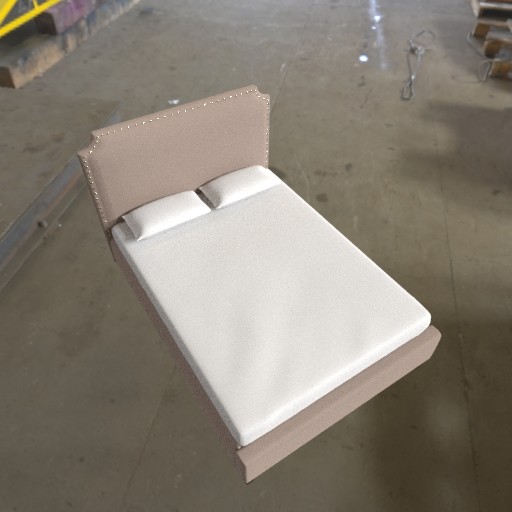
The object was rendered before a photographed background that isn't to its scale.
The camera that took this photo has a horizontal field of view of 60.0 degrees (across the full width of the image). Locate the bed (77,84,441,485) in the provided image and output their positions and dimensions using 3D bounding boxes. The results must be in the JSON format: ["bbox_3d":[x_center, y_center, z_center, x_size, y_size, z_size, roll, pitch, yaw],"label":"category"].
[{"bbox_3d":[0.000,0.000,3.377,1.713,1.443,2.372,-25,51,-22],"label":"bed"}]
